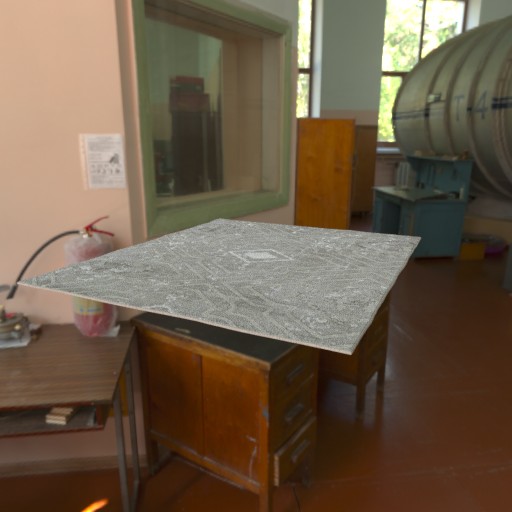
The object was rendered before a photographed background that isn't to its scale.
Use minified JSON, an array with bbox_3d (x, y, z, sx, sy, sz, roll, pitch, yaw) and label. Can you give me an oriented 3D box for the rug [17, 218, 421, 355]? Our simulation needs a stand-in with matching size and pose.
[{"bbox_3d":[0.000,0.000,0.875,0.548,0.006,0.639,7,17,25],"label":"rug"}]
